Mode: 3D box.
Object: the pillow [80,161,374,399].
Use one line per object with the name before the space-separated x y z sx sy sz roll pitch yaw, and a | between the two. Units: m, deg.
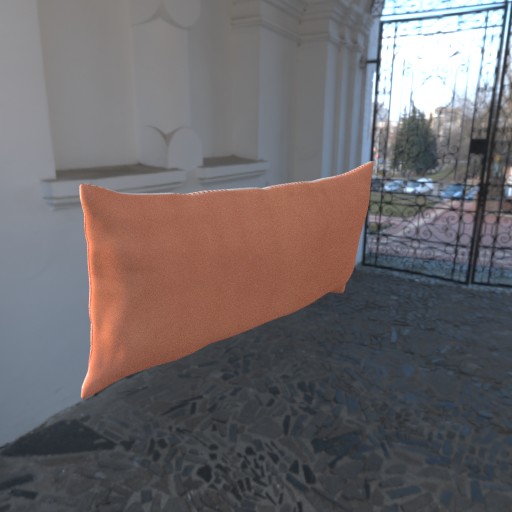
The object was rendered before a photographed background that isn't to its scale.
pillow | 0.000 0.000 0.743 0.156 0.292 0.608 14 20 43
